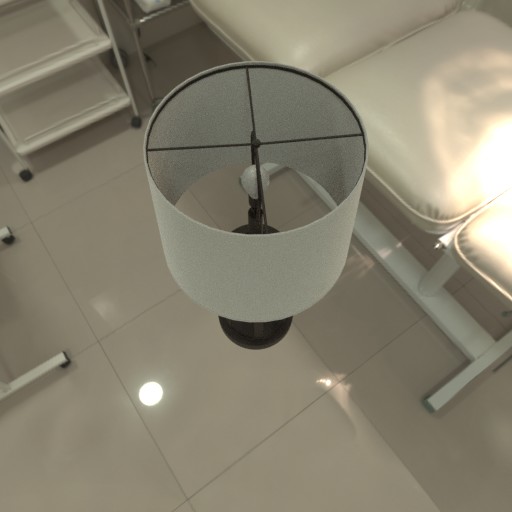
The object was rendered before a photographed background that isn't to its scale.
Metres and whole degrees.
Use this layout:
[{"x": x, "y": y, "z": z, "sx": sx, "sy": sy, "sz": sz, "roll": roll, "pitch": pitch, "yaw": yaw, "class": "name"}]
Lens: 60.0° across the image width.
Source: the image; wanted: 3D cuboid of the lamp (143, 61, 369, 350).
[{"x": 0.000, "y": 0.000, "z": 0.662, "sx": 0.251, "sy": 0.509, "sz": 0.251, "roll": 0, "pitch": 63, "yaw": 0, "class": "lamp"}]
